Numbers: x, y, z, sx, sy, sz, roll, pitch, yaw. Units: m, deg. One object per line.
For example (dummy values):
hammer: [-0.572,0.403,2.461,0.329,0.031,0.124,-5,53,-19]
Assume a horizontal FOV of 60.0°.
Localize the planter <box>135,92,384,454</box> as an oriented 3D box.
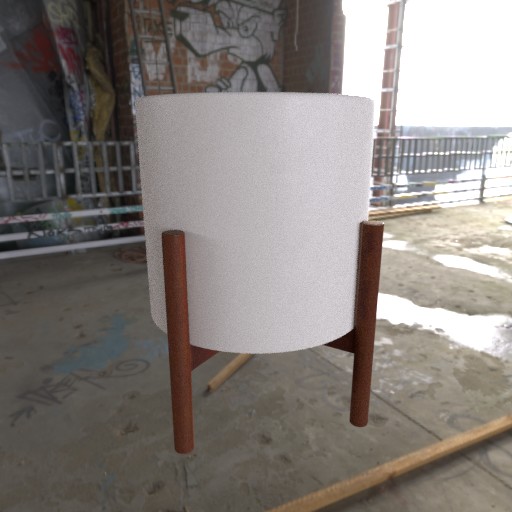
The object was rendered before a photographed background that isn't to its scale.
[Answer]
planter: [0.000,0.000,0.876,0.421,0.581,0.420,-3,17,-10]
